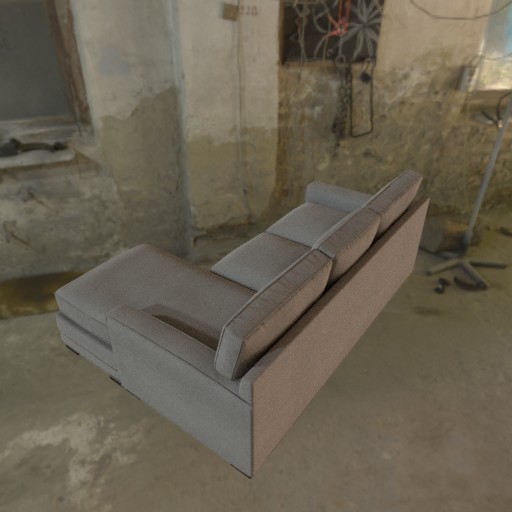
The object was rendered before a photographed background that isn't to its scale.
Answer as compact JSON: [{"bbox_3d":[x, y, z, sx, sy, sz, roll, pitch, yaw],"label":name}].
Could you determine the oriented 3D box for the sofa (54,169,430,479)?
[{"bbox_3d":[0.000,0.000,2.892,1.496,0.861,2.087,22,39,30],"label":"sofa"}]
